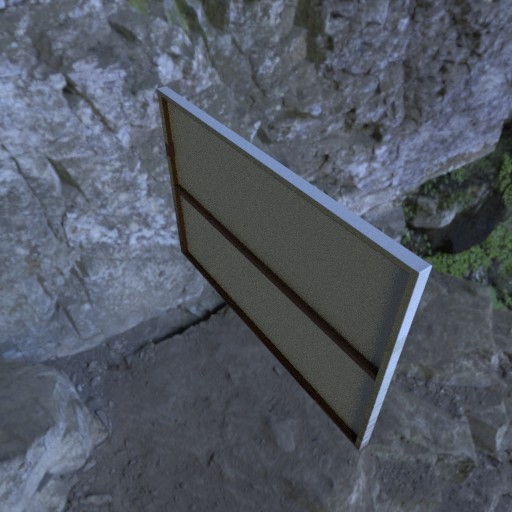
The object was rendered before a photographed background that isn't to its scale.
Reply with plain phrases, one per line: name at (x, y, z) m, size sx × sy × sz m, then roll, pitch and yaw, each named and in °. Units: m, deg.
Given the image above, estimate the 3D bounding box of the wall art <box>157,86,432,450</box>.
wall art at (0.000, 0.000, 1.473) m, size 0.040 × 0.765 × 1.149 m, roll -25°, pitch 48°, yaw -26°
